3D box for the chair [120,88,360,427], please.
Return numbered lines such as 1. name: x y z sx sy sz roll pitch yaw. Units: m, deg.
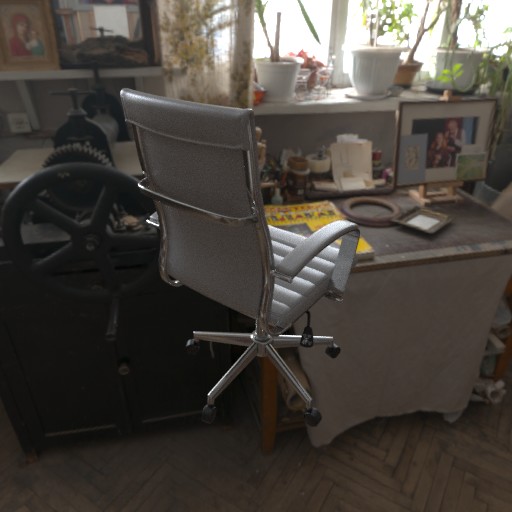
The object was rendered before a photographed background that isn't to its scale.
1. chair: 0.000 0.000 1.557 0.679 1.149 0.667 22 36 33
